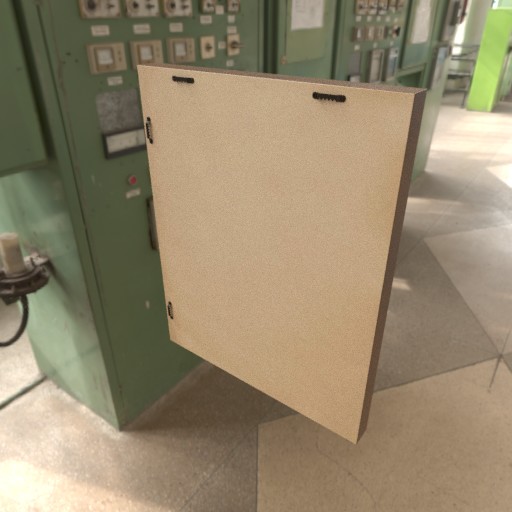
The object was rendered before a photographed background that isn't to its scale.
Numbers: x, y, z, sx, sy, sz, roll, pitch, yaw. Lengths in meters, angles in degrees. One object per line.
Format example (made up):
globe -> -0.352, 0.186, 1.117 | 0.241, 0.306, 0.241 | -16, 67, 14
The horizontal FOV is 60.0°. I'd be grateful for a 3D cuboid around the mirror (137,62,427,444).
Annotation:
mirror -> 0.000, 0.000, 0.666 | 0.405, 0.508, 0.041 | 20, 35, 32
